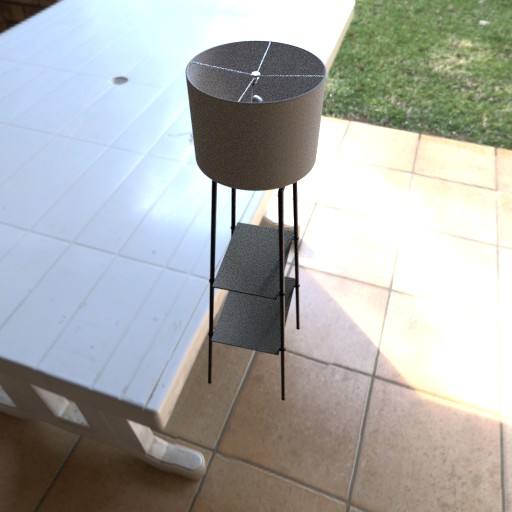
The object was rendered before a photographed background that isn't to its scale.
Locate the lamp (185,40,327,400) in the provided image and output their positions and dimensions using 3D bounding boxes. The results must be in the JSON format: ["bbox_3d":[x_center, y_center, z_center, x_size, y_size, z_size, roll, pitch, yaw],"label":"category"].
[{"bbox_3d":[0.000,0.000,1.725,0.384,1.474,0.427,10,48,9],"label":"lamp"}]
